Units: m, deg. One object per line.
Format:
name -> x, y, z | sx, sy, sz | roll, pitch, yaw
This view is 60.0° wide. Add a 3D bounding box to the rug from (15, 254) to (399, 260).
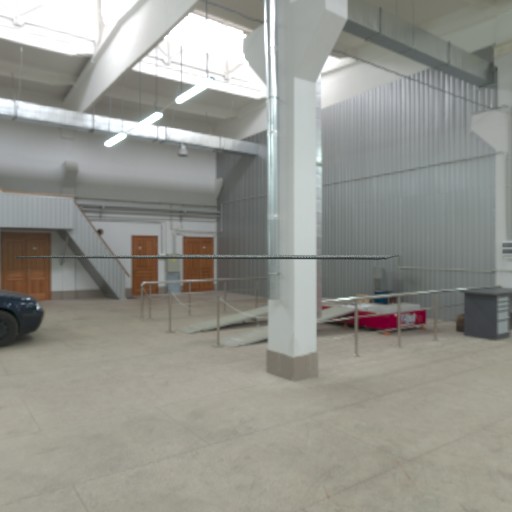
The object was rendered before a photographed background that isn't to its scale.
rug -> 0.000, 0.000, 4.087 | 2.456, 0.021, 3.068 | 0, 0, 19
